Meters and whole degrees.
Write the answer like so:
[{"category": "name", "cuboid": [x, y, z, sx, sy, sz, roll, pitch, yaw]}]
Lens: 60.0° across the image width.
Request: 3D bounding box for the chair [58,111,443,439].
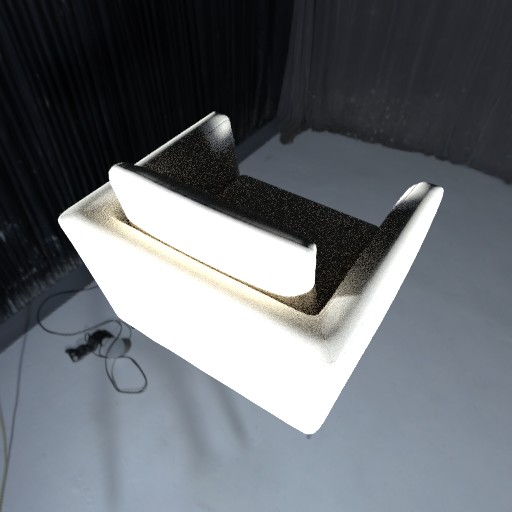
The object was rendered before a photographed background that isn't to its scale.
[{"category": "chair", "cuboid": [0.000, 0.000, 1.690, 1.041, 0.865, 0.889, 25, 51, 23]}]
